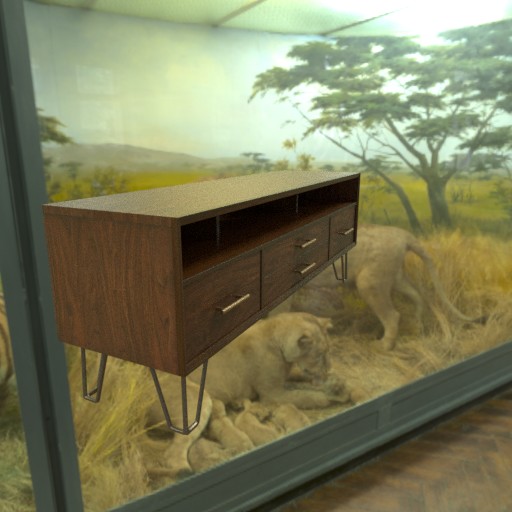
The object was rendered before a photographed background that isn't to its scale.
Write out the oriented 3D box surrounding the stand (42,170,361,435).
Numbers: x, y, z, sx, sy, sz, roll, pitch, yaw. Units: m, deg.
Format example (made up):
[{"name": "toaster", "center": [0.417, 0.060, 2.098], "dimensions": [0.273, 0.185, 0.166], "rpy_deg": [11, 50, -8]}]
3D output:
[{"name": "stand", "center": [0.000, 0.000, 1.879], "dimensions": [0.481, 0.610, 1.626], "rpy_deg": [7, 16, 26]}]
